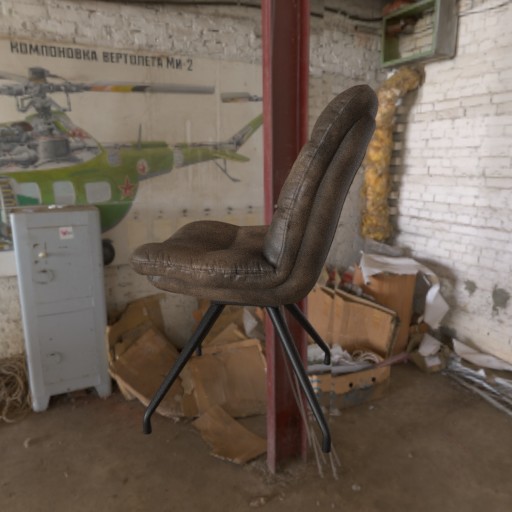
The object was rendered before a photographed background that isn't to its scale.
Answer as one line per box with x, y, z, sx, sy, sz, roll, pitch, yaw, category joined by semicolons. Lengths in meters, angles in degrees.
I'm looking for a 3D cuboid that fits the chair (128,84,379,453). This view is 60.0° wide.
0.000;0.000;1.271;0.622;0.870;0.549;2;13;9;chair
